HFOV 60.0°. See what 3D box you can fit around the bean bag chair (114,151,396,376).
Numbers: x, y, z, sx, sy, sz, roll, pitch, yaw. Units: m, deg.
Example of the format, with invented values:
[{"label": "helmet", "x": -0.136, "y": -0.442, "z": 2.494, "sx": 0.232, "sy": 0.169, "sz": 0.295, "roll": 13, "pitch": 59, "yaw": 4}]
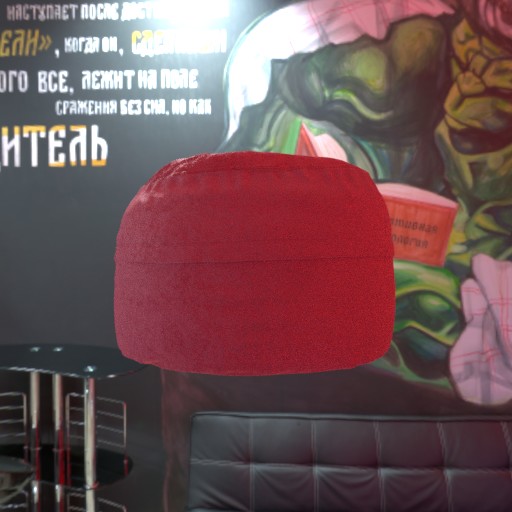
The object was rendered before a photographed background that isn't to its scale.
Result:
[{"label": "bean bag chair", "x": 0.000, "y": 0.000, "z": 2.013, "sx": 1.218, "sy": 0.788, "sz": 1.218, "roll": 0, "pitch": 0, "yaw": 0}]
